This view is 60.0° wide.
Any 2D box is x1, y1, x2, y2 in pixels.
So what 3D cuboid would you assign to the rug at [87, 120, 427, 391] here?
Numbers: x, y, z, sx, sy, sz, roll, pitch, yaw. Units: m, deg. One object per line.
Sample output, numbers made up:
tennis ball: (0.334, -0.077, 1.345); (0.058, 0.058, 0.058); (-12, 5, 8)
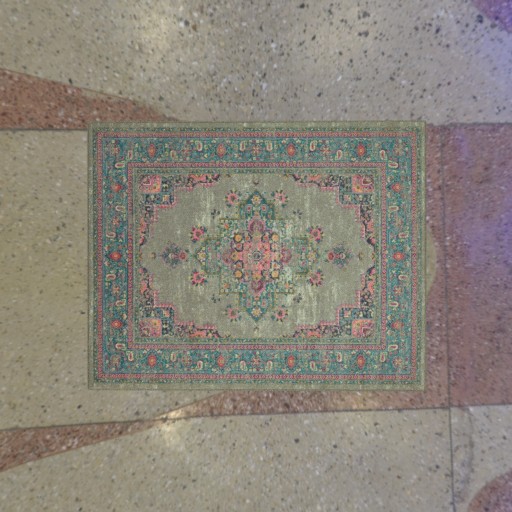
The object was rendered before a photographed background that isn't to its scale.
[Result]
rug: (0.000, 0.000, 3.997); (3.057, 0.013, 2.434); (0, 90, 1)
